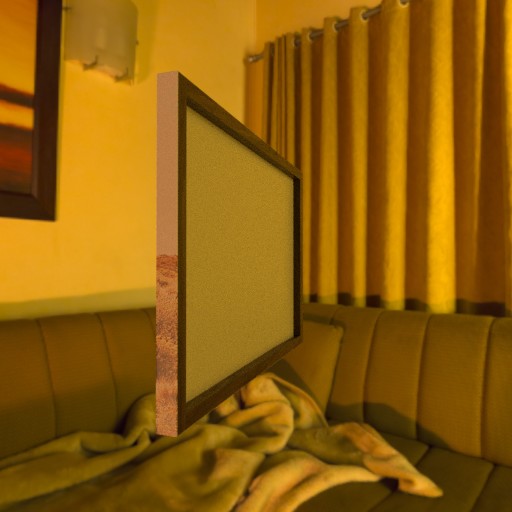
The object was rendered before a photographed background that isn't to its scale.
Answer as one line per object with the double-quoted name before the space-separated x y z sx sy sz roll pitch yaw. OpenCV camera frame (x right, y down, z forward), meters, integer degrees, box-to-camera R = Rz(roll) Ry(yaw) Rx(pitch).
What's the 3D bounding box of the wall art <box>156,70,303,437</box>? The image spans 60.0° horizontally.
"wall art" 0.000 0.000 1.465 0.051 0.761 1.138 0 -1 19
